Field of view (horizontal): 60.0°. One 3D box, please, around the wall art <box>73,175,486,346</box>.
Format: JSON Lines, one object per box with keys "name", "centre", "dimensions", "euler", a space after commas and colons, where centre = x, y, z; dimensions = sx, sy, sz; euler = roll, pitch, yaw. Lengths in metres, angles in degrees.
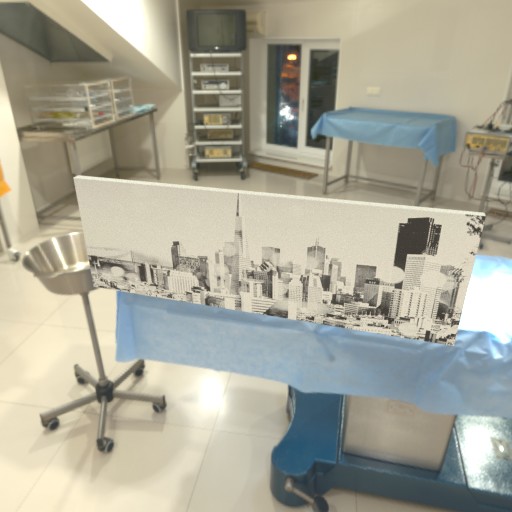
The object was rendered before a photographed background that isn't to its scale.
{"name": "wall art", "centre": [0.000, 0.000, 1.716], "dimensions": [1.520, 0.507, 0.039], "euler": [7, 27, 15]}
